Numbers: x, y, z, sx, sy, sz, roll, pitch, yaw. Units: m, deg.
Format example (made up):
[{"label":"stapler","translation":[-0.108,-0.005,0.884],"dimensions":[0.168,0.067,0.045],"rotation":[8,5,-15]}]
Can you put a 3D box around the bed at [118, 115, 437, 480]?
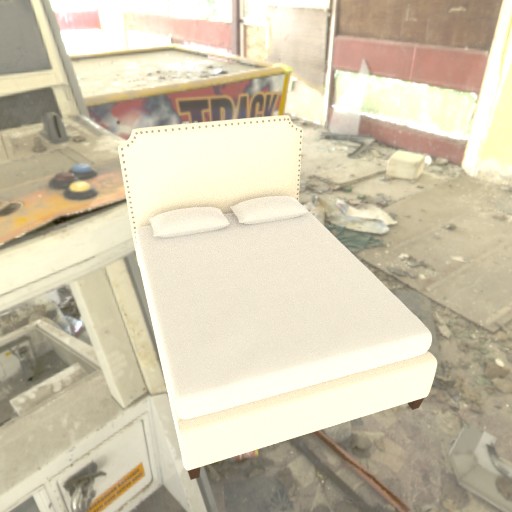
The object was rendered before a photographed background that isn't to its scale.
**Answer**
[{"label":"bed","translation":[0.000,0.000,3.421],"dimensions":[1.712,1.497,2.372],"rotation":[-10,33,-16]}]
